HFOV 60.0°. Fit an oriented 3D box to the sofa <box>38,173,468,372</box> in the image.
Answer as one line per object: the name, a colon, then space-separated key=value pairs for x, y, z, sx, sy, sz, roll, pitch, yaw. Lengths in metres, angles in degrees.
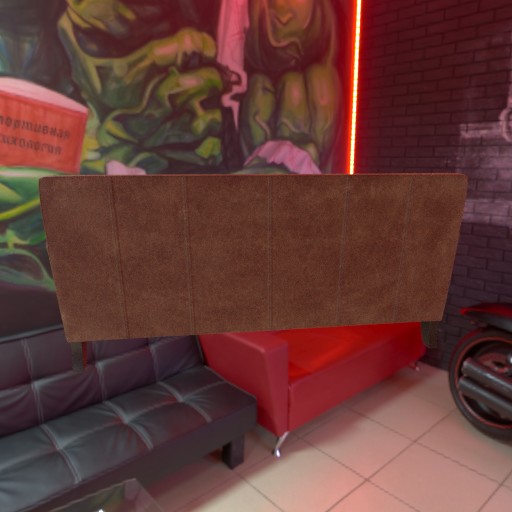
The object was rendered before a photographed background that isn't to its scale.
sofa: x=0.000 y=0.000 z=2.545 sx=2.053 sy=0.947 sz=0.805 roll=-2 pitch=12 yaw=-9
